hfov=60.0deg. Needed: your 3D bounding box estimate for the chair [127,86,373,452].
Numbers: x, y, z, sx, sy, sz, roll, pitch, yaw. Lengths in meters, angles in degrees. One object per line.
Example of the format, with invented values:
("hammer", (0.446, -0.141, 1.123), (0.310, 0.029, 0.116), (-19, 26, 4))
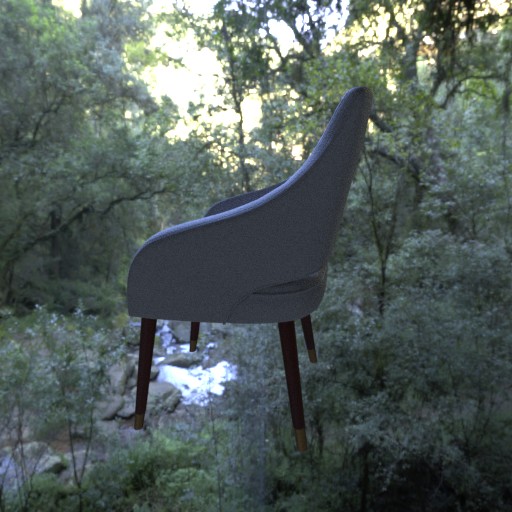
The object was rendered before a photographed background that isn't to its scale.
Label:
("chair", (0.000, 0.000, 1.289), (0.600, 0.889, 0.609), (3, 15, 10))
